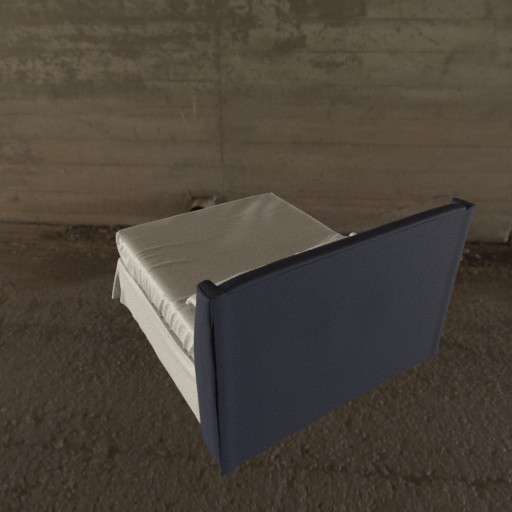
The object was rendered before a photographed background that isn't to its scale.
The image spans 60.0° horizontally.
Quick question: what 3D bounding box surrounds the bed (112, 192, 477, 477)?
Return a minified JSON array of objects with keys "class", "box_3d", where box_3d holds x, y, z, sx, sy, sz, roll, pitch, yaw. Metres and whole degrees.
[{"class":"bed","box_3d":[0.000,0.000,3.511,1.925,1.332,2.276,-18,35,-27]}]
